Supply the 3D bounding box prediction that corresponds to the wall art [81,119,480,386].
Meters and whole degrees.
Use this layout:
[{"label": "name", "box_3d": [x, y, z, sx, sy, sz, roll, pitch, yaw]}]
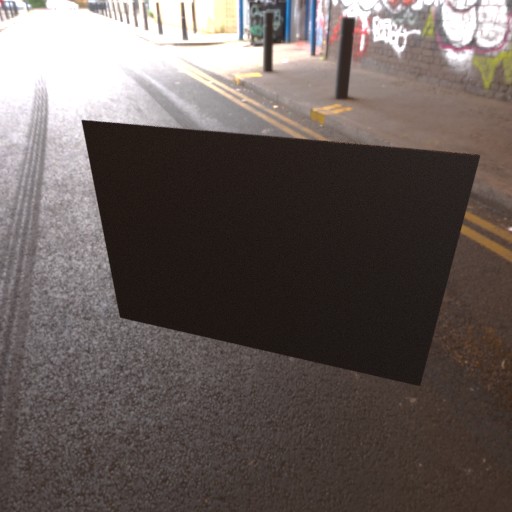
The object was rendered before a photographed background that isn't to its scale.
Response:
[{"label": "wall art", "box_3d": [0.000, 0.000, 1.484, 1.192, 0.811, 0.013, 10, 32, 16]}]
